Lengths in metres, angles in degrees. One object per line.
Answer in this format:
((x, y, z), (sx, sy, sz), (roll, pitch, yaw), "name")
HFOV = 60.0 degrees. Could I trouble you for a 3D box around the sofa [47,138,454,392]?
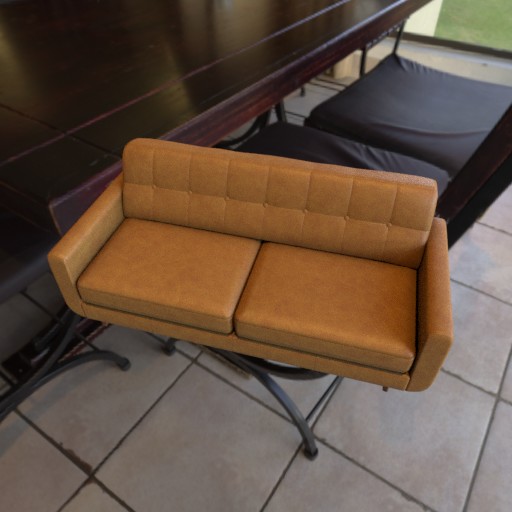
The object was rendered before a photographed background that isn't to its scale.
((0.000, 0.000, 2.658), (2.137, 0.892, 0.980), (11, 44, 11), "sofa")
